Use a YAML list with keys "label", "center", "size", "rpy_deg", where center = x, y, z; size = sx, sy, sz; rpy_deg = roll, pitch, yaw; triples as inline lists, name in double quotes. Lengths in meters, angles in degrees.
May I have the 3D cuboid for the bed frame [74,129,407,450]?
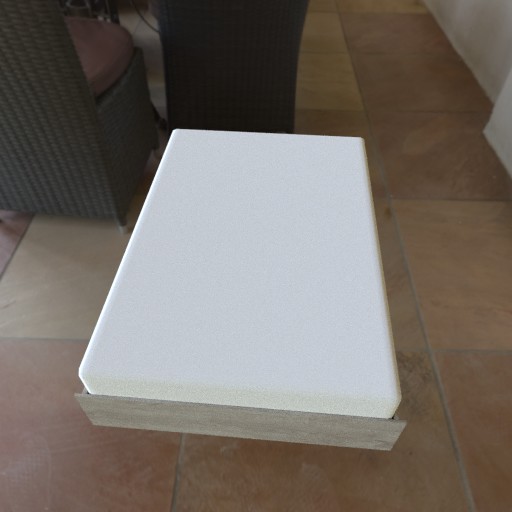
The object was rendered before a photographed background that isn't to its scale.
- label: "bed frame"
  center: [0.000, 0.000, 2.623]
  size: [1.445, 0.497, 1.945]
  rpy_deg: [4, 47, 3]
